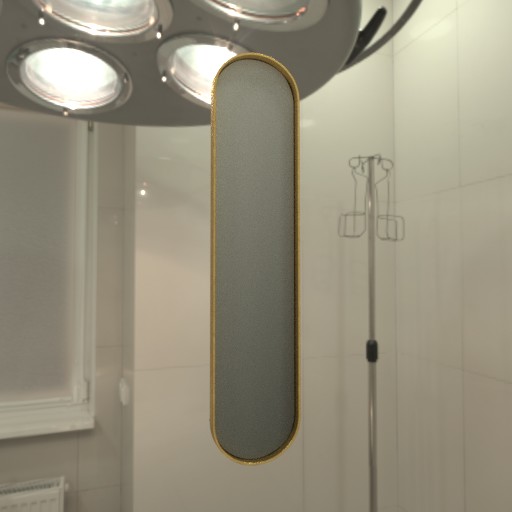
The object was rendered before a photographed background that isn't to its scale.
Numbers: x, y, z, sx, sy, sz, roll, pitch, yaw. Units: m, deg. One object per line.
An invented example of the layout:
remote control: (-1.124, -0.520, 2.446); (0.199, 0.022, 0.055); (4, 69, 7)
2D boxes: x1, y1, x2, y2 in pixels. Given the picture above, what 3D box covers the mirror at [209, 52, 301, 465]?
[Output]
mirror: (0.000, 0.000, 1.080); (0.222, 0.991, 0.032); (1, -2, -19)
